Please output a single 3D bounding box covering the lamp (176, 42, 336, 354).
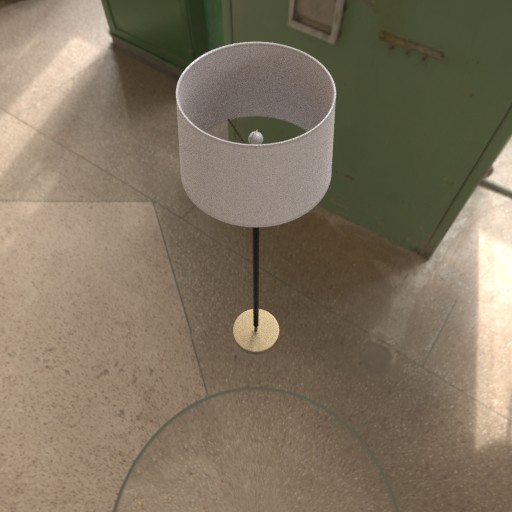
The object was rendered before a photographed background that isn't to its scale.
[{"bbox_3d":[0.000,0.000,1.635,0.420,1.447,0.420,0,58,0],"label":"lamp"}]
